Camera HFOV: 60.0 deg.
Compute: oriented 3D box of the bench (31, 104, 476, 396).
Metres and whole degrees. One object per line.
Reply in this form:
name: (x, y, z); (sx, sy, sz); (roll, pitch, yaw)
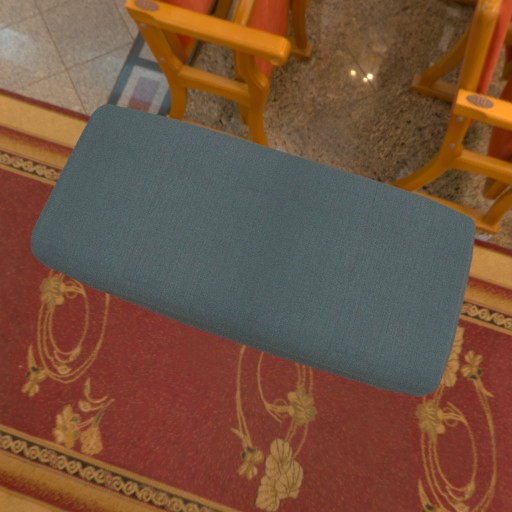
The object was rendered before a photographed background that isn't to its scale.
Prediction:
bench: (0.000, 0.000, 1.236); (0.995, 0.474, 0.476); (18, 76, 5)
